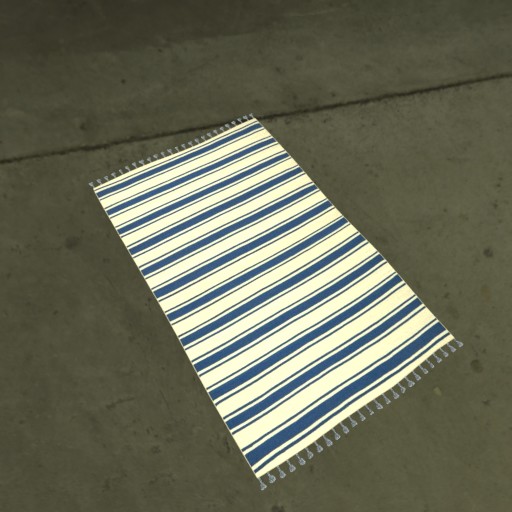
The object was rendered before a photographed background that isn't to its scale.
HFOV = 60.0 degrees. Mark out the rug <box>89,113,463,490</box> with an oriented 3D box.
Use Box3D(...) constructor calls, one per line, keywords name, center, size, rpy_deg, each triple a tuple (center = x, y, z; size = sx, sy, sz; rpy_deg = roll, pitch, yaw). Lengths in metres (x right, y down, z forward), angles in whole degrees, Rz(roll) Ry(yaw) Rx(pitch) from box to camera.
Box3D(name="rug", center=(0.000, 0.000, 2.585), size=(1.248, 0.009, 2.108), rpy_deg=(-28, 63, -16))
